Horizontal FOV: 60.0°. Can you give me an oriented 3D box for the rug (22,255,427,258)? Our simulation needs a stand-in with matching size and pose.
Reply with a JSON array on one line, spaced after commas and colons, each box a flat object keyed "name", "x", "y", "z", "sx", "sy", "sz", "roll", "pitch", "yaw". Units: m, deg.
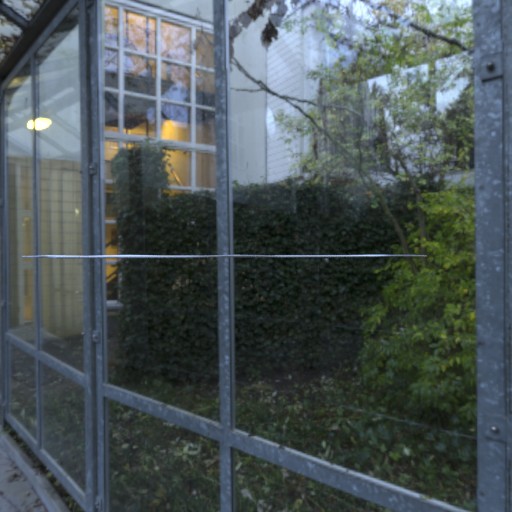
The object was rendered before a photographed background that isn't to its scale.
[{"name": "rug", "x": 0.000, "y": 0.000, "z": 2.704, "sx": 2.439, "sy": 0.013, "sz": 0.762, "roll": 0, "pitch": 0, "yaw": -37}]
